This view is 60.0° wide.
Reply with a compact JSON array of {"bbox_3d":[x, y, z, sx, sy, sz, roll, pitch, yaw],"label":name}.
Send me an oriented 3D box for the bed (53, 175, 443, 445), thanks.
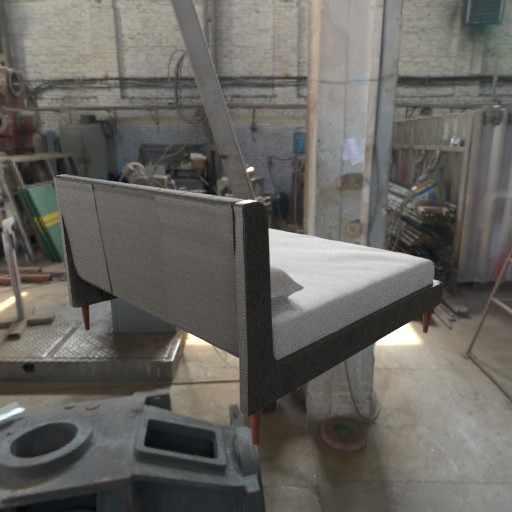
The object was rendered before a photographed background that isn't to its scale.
[{"bbox_3d":[0.000,0.000,3.185,2.031,1.158,1.903,-14,20,-43],"label":"bed"}]
